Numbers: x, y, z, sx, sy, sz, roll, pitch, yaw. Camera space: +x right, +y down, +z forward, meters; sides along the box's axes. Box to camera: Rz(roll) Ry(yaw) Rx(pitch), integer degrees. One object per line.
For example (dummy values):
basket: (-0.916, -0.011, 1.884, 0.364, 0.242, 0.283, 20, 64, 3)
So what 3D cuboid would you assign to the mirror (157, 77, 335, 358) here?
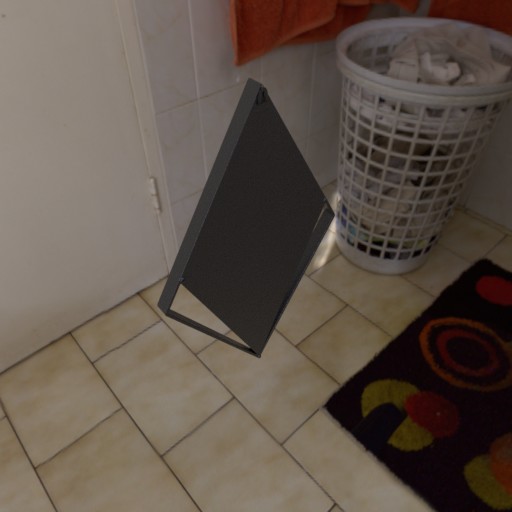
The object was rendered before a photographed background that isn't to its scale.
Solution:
mirror: (0.000, 0.000, 0.853, 0.419, 0.679, 0.032, -30, 52, -27)
